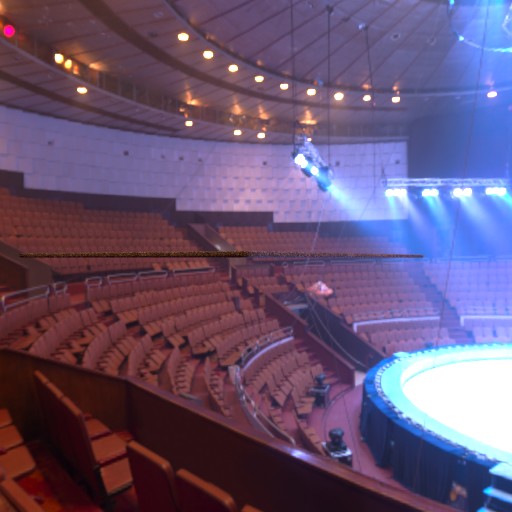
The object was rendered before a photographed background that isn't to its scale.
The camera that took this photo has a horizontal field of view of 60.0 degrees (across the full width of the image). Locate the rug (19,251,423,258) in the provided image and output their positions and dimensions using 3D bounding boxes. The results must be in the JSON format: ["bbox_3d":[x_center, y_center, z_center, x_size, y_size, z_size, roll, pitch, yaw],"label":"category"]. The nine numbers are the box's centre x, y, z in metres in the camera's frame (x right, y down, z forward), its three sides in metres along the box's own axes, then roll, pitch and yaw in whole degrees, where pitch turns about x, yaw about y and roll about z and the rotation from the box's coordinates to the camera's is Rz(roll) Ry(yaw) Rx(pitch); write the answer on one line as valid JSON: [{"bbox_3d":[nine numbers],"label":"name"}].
[{"bbox_3d":[0.000,0.000,3.406,1.802,0.026,2.699,0,0,35],"label":"rug"}]
